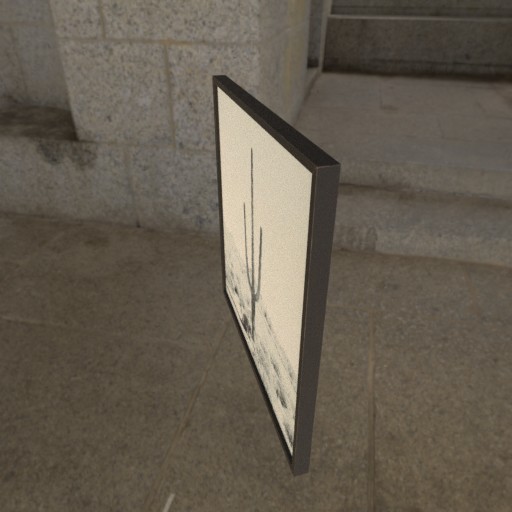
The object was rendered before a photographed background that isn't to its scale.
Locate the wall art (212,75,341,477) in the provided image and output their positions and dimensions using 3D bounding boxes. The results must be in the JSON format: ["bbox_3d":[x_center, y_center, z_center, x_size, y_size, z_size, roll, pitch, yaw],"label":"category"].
[{"bbox_3d":[0.000,0.000,1.156,0.038,0.762,0.762,-9,33,-14],"label":"wall art"}]
